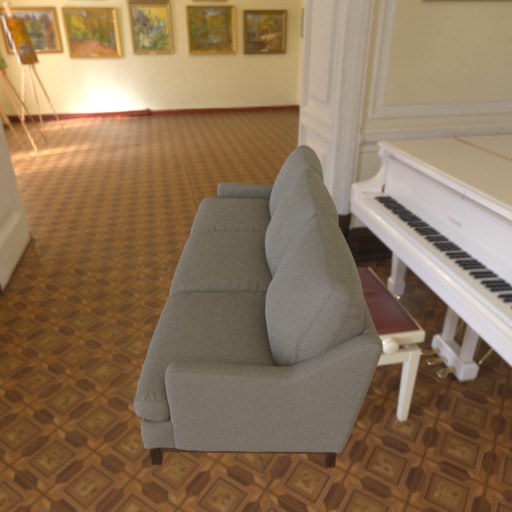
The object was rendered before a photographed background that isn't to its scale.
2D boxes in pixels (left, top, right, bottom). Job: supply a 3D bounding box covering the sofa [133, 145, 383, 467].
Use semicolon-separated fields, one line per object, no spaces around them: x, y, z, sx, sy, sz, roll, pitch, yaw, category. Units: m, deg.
0.000;0.000;2.770;0.987;0.926;2.344;0;28;1;sofa
